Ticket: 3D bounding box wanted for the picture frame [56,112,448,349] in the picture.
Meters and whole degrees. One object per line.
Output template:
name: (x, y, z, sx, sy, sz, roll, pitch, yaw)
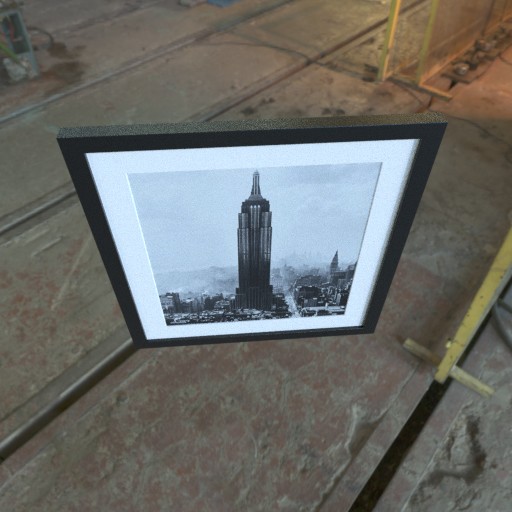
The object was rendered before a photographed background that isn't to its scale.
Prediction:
picture frame: (0.000, 0.000, 0.844, 0.559, 0.557, 0.029, -3, 47, -3)
